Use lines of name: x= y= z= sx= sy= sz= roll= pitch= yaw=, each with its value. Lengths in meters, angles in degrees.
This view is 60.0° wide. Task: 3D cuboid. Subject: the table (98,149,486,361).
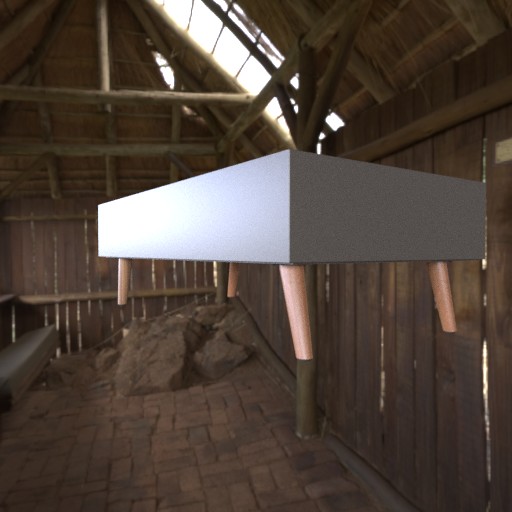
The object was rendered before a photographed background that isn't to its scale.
table: x=0.000 y=0.000 z=1.497 sx=0.703 sy=0.404 sz=1.201 roll=0 pitch=1 yaw=-35
